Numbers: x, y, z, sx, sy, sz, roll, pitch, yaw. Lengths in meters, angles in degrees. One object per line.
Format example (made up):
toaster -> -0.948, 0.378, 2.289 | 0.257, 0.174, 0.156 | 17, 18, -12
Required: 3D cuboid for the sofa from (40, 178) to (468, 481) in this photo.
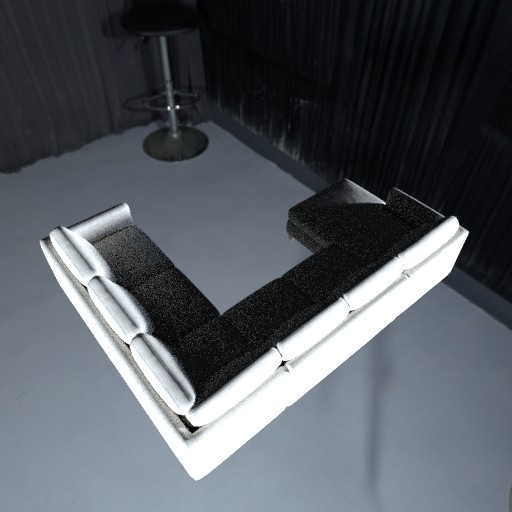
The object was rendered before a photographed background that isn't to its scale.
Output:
sofa -> 0.000, 0.000, 4.369 | 3.238, 0.853, 2.551 | -31, 54, -26
